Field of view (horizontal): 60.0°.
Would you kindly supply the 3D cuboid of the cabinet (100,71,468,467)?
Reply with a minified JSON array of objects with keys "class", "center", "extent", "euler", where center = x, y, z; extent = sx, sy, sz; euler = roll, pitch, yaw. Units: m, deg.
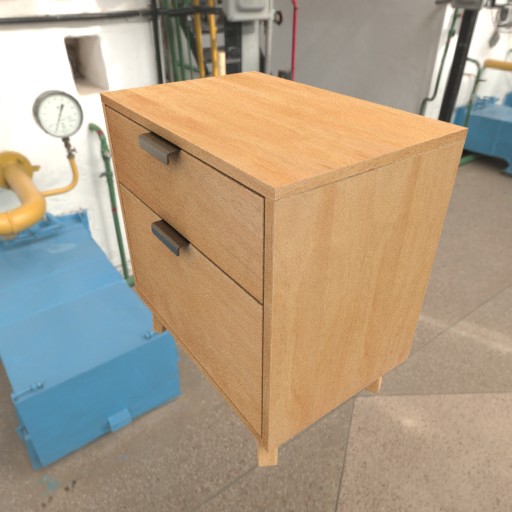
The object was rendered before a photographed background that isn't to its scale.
[{"class":"cabinet","center":[0.000,0.000,0.922],"extent":[0.394,0.599,0.551],"euler":[-22,39,-30]}]
